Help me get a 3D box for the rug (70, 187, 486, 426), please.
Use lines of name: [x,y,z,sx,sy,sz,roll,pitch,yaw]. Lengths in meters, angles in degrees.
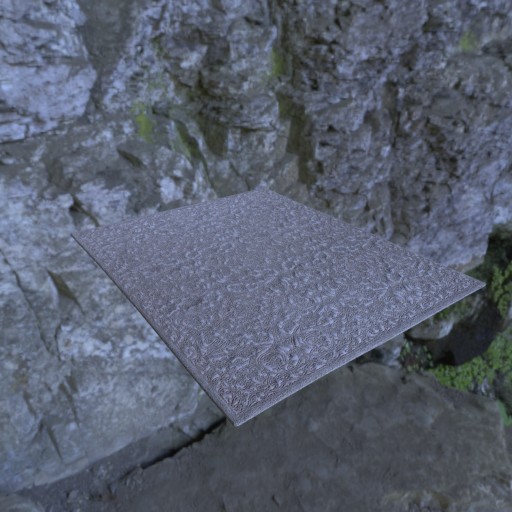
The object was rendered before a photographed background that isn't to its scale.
rug: [0.000,0.000,4.053,2.472,0.035,3.017,-19,33,-32]
